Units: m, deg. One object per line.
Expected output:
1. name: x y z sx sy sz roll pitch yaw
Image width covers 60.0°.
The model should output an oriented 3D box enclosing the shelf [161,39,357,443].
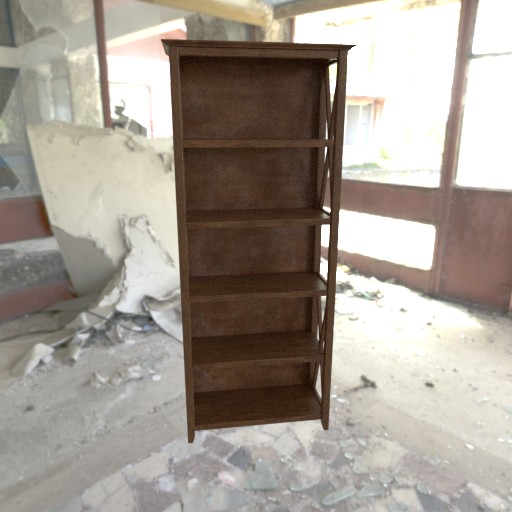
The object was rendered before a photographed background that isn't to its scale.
1. shelf: 0.000 0.000 2.220 0.805 1.905 0.335 -2 16 -8
